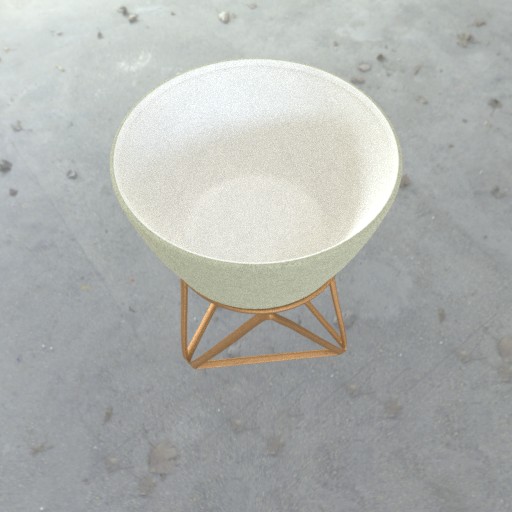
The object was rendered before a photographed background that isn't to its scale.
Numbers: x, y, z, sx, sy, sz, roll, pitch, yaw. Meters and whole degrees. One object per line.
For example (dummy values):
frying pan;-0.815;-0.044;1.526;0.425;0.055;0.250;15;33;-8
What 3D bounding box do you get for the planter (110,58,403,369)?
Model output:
planter;0.000;0.000;0.748;0.350;0.504;0.350;-32;63;-19
